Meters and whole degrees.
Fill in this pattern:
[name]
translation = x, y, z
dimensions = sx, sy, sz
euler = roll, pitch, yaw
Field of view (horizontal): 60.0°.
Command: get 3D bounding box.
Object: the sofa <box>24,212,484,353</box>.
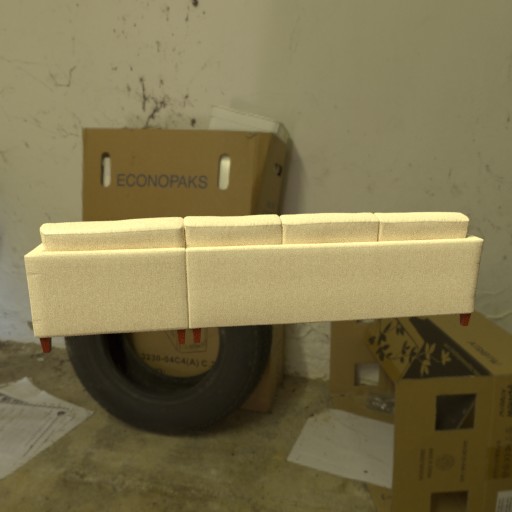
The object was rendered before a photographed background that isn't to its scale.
[sofa]
translation = 0.000, 0.000, 4.086
dimensions = 3.471, 0.954, 1.603
euler = -2, 15, -8
